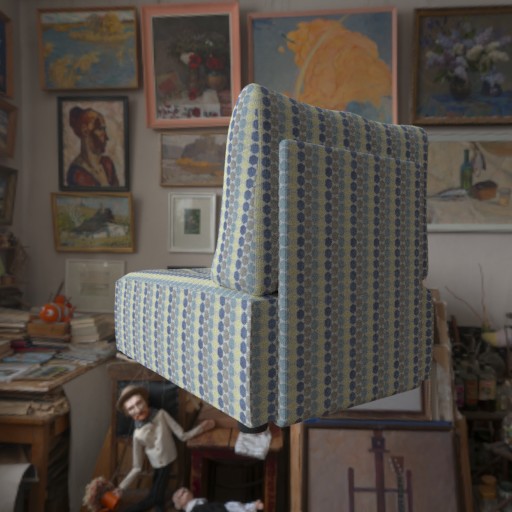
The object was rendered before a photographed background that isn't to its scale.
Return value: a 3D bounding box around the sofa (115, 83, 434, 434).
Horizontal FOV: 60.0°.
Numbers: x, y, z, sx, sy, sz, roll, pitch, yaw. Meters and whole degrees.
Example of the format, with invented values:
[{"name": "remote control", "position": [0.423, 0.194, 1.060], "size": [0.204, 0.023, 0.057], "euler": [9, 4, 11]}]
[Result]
[{"name": "sofa", "position": [0.000, 0.000, 1.580], "size": [0.700, 0.820, 1.000], "euler": [-1, 1, -35]}]
